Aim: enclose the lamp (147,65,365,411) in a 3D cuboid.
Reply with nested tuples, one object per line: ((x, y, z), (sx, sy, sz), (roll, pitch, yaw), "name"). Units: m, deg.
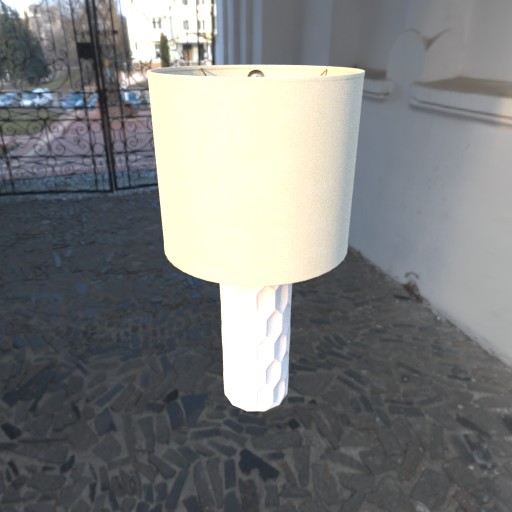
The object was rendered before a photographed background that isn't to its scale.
((0.000, 0.000, 0.691), (0.277, 0.537, 0.277), (0, 26, 0), "lamp")
